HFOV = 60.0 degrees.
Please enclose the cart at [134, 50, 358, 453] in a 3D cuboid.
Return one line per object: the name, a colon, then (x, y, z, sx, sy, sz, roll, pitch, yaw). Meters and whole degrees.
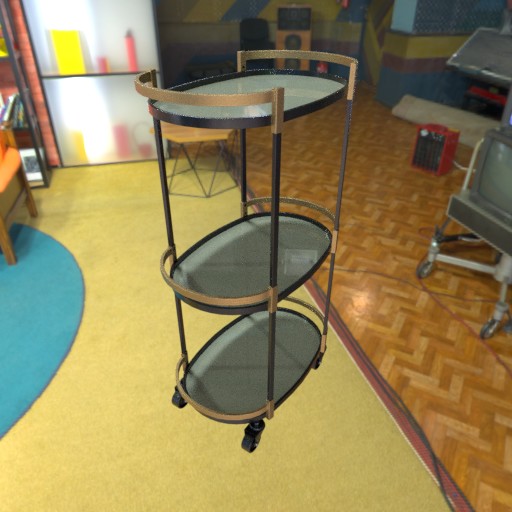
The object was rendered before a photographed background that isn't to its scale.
cart: (0.000, 0.000, 1.109, 0.311, 0.885, 0.515, 20, 37, 29)
